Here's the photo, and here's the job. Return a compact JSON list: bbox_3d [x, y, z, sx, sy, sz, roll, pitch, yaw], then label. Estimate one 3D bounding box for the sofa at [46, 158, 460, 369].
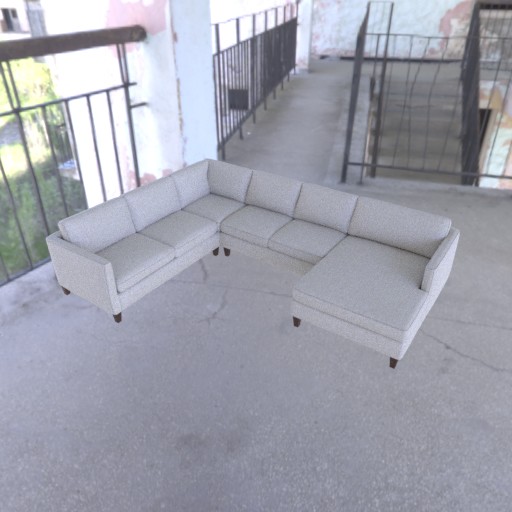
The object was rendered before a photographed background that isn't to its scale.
[{"bbox_3d":[0.000,0.000,4.586,3.403,0.889,2.551,20,37,29],"label":"sofa"}]
